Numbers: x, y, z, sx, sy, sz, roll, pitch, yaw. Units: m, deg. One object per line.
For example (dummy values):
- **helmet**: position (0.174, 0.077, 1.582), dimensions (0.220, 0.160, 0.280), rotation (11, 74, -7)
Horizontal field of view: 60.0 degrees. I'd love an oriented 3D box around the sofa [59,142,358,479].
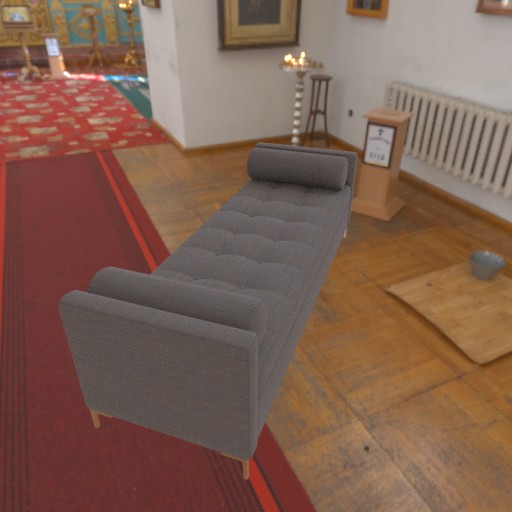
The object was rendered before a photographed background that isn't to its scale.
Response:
- **sofa**: position (0.000, 0.000, 2.308), dimensions (0.686, 0.635, 1.981), rotation (10, 32, 17)
